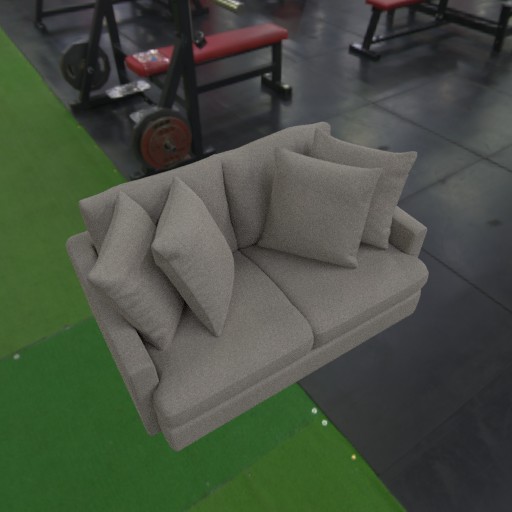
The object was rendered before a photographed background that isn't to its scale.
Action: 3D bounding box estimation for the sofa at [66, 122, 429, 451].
[{"bbox_3d":[0.000,0.000,2.611,1.869,1.080,1.228,-24,49,-22],"label":"sofa"}]
